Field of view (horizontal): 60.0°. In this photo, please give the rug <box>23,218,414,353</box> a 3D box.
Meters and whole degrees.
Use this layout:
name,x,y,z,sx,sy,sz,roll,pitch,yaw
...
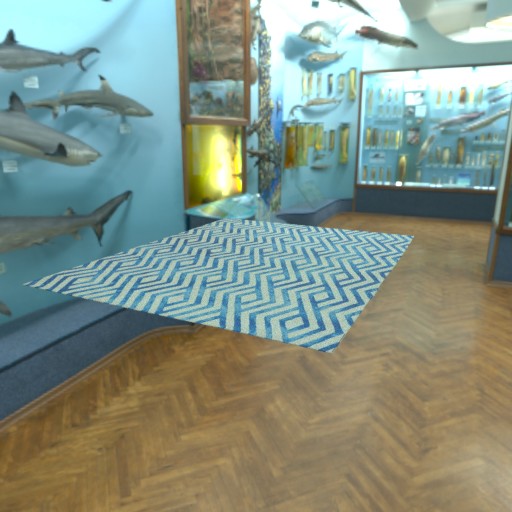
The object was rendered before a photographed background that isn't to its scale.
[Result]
name,x,y,z,sx,sy,sz,roll,pitch,yaw
rug,0.000,0.000,4.171,2.453,0.008,3.059,8,17,26
